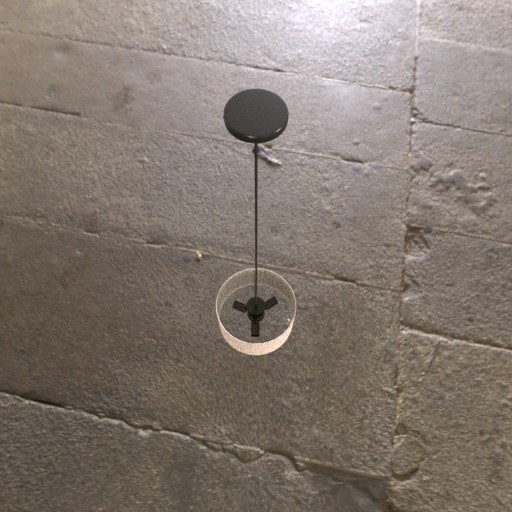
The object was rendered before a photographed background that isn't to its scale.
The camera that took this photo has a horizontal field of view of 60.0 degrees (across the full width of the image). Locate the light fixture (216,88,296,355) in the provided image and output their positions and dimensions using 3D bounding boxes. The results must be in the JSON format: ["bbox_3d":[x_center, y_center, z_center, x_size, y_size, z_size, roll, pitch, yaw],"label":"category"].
[{"bbox_3d":[0.000,0.000,1.709,0.399,1.516,0.399,0,64,0],"label":"light fixture"}]
